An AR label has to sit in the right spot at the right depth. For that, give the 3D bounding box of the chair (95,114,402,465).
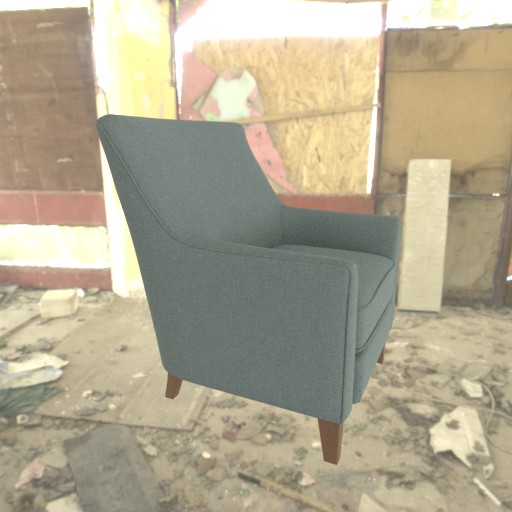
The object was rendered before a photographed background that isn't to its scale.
[{"bbox_3d":[0.000,0.000,1.529,0.879,0.916,0.756,7,16,25],"label":"chair"}]
